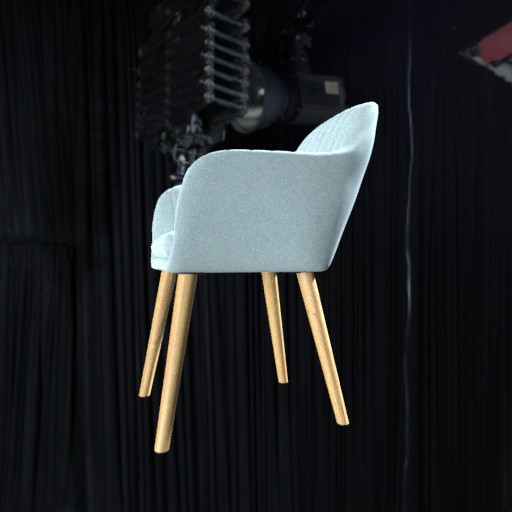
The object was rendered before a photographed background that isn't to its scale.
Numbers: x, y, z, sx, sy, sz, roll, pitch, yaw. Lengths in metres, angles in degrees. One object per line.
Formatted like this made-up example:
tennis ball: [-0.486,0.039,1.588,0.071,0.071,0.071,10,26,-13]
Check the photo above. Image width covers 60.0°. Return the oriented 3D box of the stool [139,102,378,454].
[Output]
stool: [0.000,0.000,1.217,0.590,0.830,0.503,0,0,-19]
